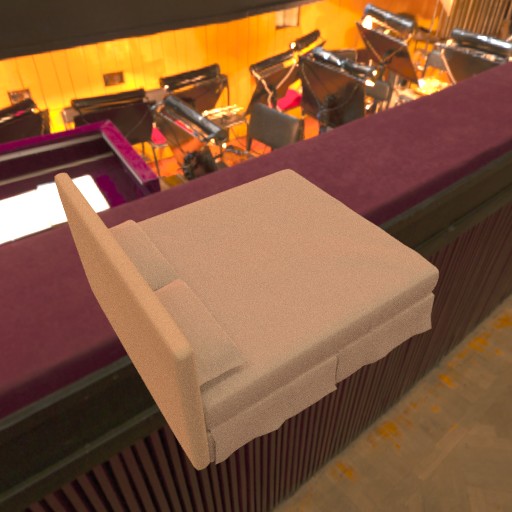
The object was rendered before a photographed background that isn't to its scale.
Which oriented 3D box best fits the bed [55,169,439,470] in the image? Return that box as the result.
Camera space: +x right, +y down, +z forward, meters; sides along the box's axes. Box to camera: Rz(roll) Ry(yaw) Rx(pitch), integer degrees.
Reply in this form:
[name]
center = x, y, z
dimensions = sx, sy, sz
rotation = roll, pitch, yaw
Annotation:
[bed]
center = 0.000, 0.000, 3.613
dimensions = 2.341, 1.317, 2.119
rotation = -24, 46, -25
